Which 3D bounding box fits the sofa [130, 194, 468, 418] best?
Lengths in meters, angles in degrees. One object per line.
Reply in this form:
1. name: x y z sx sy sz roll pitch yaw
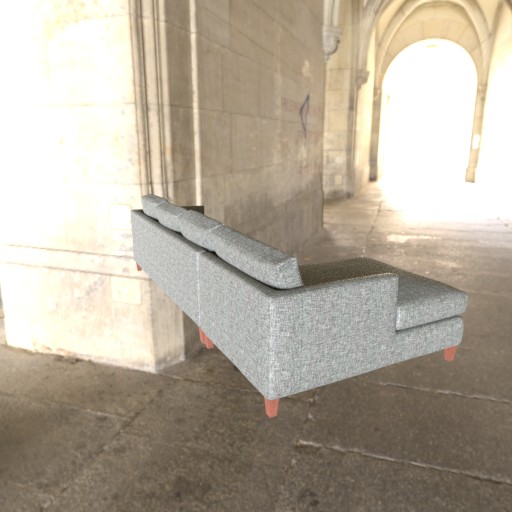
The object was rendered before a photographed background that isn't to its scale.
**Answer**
1. sofa: 0.000 0.000 4.204 1.635 0.960 3.485 -7 16 -26
